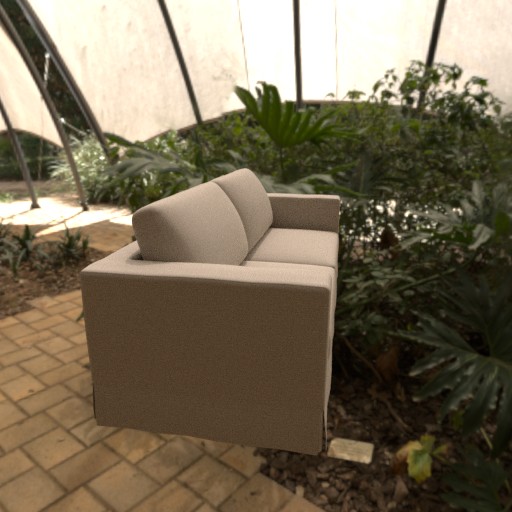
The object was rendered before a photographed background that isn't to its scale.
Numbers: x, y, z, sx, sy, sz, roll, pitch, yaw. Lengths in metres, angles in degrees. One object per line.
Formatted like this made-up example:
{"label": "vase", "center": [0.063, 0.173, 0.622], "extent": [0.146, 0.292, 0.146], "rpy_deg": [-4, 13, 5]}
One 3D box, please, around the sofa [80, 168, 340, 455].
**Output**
{"label": "sofa", "center": [0.000, 0.000, 2.624], "extent": [0.954, 0.881, 2.163], "rpy_deg": [3, 16, 11]}
